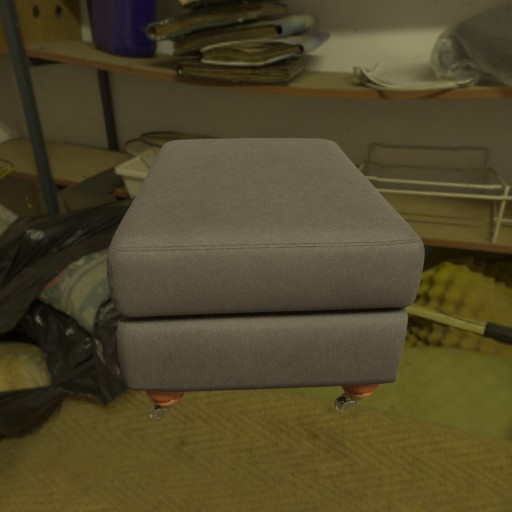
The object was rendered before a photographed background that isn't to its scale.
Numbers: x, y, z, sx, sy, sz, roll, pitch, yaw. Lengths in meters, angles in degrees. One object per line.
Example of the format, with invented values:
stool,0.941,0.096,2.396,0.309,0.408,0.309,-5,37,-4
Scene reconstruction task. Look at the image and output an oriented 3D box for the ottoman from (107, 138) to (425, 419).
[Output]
ottoman,0.000,0.000,1.163,0.574,0.497,0.773,-1,28,-3
